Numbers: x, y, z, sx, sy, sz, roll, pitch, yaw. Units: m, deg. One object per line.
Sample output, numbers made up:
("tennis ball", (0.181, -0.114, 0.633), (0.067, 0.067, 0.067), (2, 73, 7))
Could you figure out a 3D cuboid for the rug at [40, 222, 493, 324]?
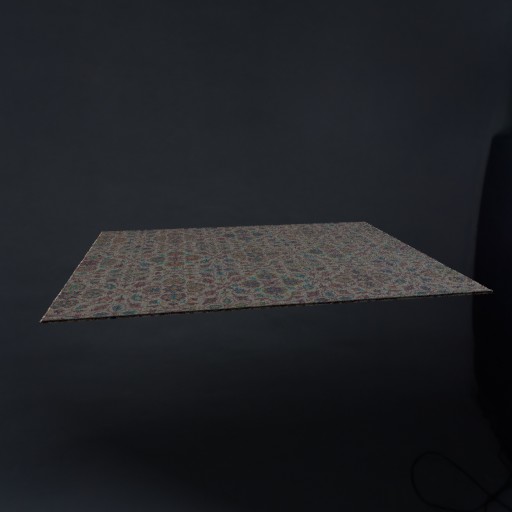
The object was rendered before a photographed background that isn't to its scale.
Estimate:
("rug", (0.000, 0.000, 4.232), (3.215, 0.020, 2.446), (-3, 17, -9))
